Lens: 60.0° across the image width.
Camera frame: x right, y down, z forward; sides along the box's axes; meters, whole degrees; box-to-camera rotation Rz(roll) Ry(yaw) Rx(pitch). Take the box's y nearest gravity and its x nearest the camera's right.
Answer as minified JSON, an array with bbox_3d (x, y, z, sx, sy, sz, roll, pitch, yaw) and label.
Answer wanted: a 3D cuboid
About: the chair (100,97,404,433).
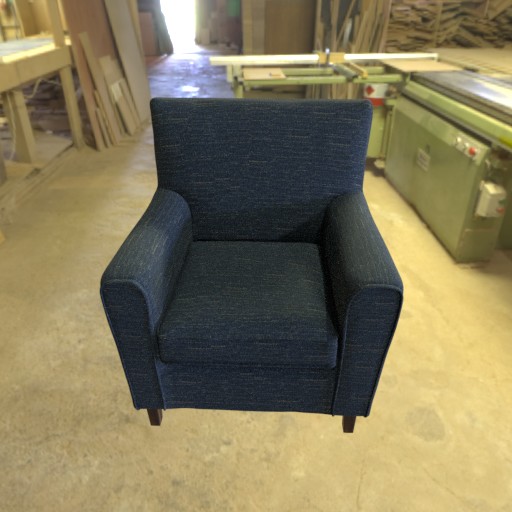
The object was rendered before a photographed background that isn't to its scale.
[{"bbox_3d":[0.000,0.000,1.582,0.864,0.928,0.873,1,30,2],"label":"chair"}]
